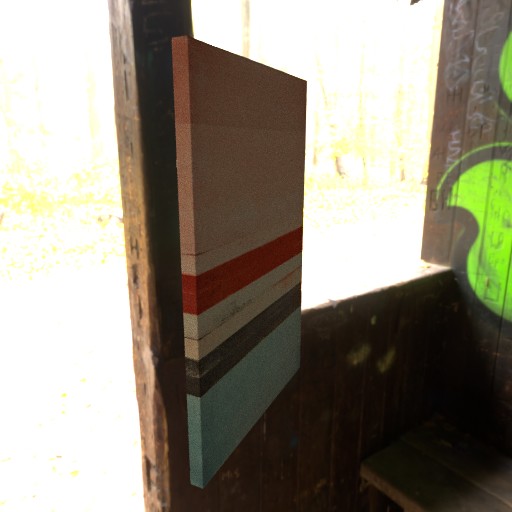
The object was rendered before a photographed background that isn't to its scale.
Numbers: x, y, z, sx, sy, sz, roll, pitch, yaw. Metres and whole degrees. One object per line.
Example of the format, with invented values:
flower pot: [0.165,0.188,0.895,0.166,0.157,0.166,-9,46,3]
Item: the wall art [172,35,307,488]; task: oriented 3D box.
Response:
wall art: [0.000,0.000,1.138,0.038,0.914,0.610,7,16,25]
